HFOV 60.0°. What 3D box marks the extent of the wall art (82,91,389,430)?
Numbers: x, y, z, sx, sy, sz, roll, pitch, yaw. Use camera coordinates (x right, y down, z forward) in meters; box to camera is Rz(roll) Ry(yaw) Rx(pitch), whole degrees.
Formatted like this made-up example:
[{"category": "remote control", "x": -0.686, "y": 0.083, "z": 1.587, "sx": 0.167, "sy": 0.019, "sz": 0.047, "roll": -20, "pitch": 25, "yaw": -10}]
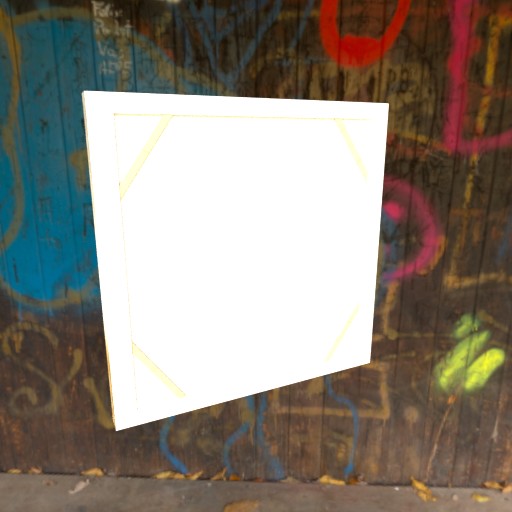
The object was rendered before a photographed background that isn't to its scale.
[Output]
[{"category": "wall art", "x": 0.000, "y": 0.000, "z": 0.910, "sx": 0.610, "sy": 0.610, "sz": 0.038, "roll": -7, "pitch": 16, "yaw": -25}]
